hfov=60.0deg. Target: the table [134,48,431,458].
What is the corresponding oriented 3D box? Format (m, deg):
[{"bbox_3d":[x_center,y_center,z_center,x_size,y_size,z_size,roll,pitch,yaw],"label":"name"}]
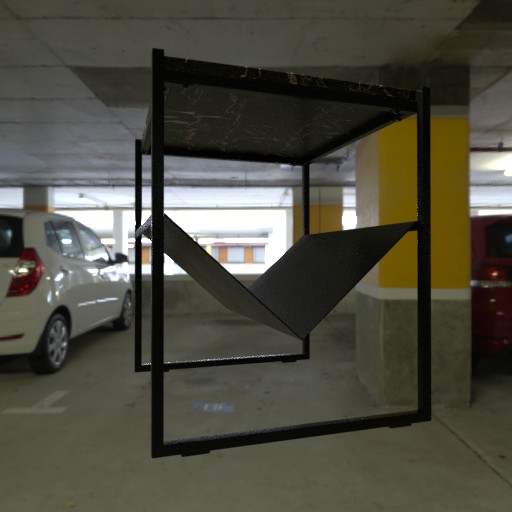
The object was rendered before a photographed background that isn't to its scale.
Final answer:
[{"bbox_3d":[0.000,0.000,0.858,0.432,0.534,0.469,0,0,-18],"label":"table"}]
